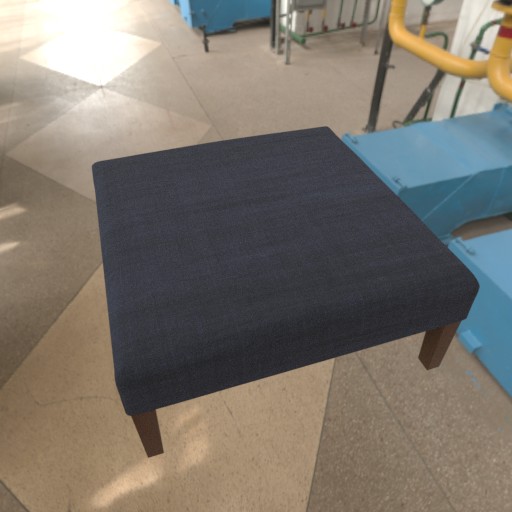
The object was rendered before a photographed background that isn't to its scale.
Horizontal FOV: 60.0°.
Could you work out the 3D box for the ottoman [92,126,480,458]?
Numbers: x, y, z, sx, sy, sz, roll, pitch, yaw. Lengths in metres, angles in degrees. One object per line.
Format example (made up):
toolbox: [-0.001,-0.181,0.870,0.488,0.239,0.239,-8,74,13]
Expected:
ottoman: [0.000,0.000,1.398,0.890,0.411,0.889,-12,43,-13]
